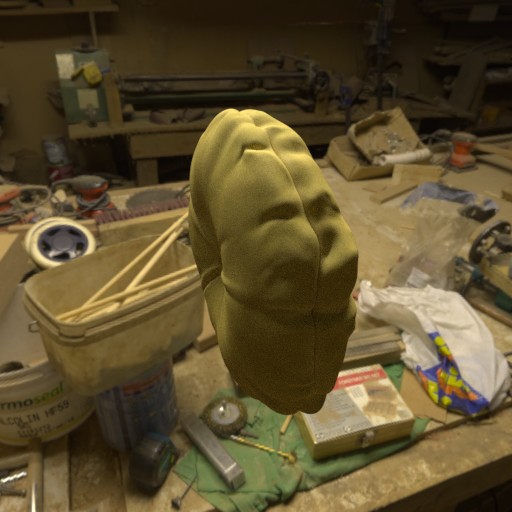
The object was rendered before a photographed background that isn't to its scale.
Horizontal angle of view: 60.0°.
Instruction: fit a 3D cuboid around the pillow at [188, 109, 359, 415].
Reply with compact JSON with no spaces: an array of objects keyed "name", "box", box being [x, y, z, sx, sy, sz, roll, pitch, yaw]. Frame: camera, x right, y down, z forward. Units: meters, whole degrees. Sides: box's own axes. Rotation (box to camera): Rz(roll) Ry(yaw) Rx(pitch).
[{"name":"pillow","box":[0.000,0.000,0.644,0.148,0.407,0.428,-11,34,-16]}]
